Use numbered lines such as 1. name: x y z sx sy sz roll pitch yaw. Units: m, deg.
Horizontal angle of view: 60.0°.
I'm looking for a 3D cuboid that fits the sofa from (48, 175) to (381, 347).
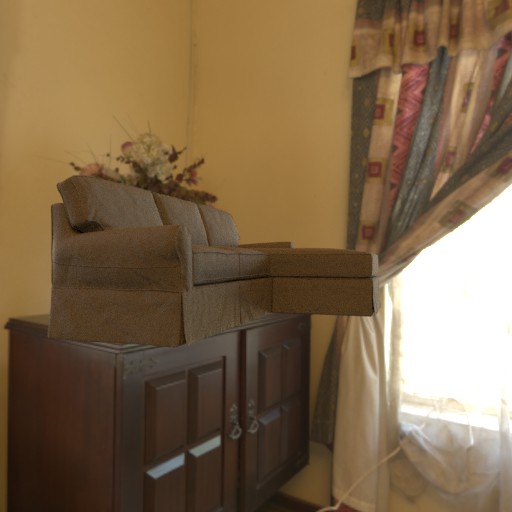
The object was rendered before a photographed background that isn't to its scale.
1. sofa: 0.000 0.000 3.421 1.733 0.978 2.475 0 -1 19
